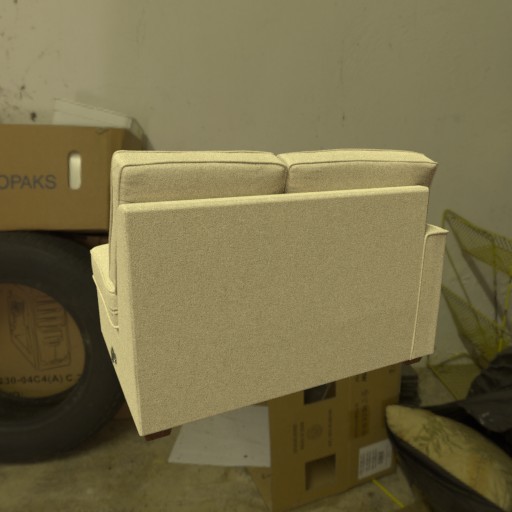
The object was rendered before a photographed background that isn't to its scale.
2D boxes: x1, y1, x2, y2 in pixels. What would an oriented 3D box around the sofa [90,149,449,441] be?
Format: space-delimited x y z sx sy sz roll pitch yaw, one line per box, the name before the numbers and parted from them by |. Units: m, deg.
sofa | 0.000 0.000 2.064 1.388 0.989 0.991 -7 17 -25
